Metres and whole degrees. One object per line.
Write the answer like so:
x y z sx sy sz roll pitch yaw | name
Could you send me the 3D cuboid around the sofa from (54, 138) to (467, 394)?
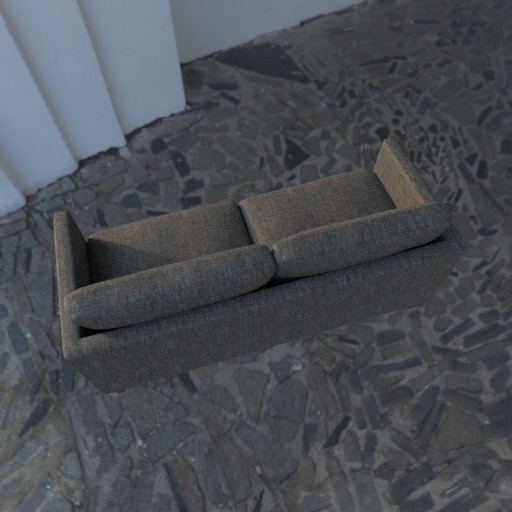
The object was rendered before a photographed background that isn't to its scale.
0.000 0.000 2.737 2.208 0.960 0.948 -14 59 -9 | sofa
